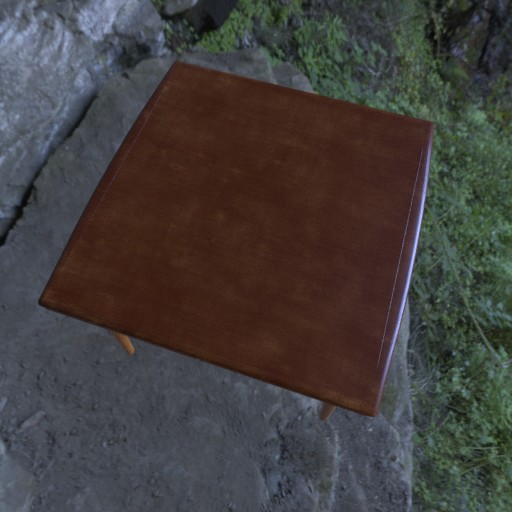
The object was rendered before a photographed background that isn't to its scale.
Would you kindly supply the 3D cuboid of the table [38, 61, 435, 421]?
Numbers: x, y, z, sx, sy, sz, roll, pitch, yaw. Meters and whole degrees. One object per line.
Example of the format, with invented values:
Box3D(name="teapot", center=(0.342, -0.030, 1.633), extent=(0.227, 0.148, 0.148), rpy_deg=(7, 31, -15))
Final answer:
Box3D(name="table", center=(0.000, 0.000, 1.690), extent=(0.991, 0.754, 0.991), rpy_deg=(16, 66, 8))
